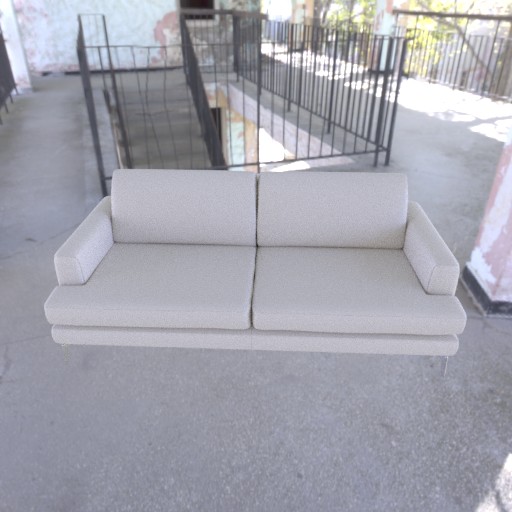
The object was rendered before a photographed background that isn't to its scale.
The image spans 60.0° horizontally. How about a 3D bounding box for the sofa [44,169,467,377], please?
[{"bbox_3d":[0.000,0.000,2.400,1.940,0.765,0.974,1,30,2],"label":"sofa"}]
